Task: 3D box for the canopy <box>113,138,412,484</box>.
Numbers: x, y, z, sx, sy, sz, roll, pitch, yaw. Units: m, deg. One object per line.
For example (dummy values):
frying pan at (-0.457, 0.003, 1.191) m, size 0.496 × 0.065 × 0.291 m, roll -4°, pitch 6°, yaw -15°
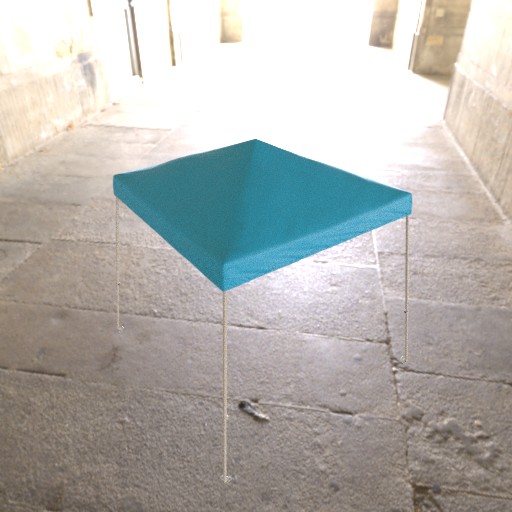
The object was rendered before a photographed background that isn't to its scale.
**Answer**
canopy at (0.000, 0.000, 5.320) m, size 2.848 × 2.849 × 2.849 m, roll -21°, pitch 37°, yaw -30°
